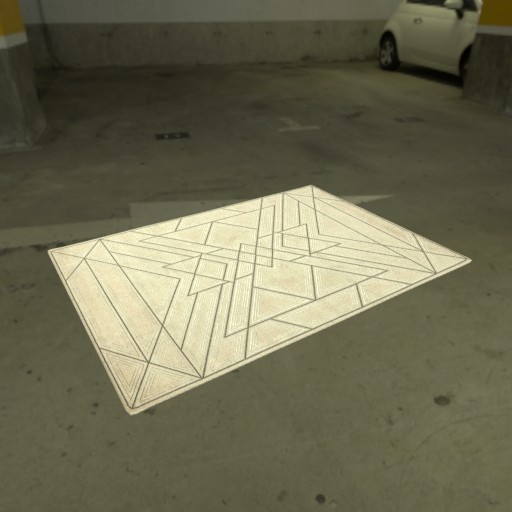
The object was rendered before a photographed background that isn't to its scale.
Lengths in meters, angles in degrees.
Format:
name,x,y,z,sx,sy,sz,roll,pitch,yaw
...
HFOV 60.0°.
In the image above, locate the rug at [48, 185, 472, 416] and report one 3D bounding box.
name,x,y,z,sx,sy,sz,roll,pitch,yaw
rug,0.000,0.000,4.320,3.381,0.026,2.436,-18,34,-28
